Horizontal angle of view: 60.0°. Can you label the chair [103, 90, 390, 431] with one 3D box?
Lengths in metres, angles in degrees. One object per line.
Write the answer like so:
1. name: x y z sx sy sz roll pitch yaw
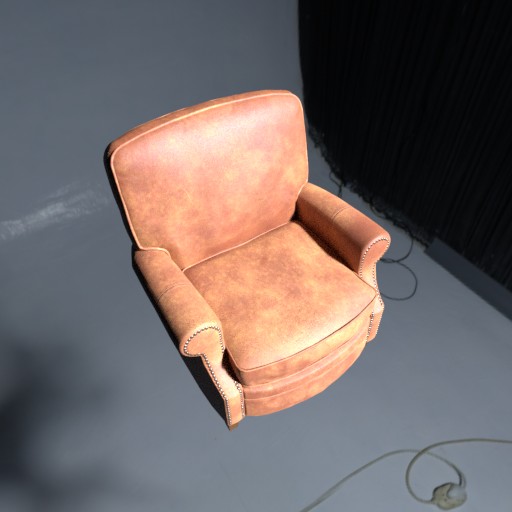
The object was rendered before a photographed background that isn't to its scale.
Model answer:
1. chair: 0.000 0.000 1.804 0.936 1.018 0.986 -25 52 -21
